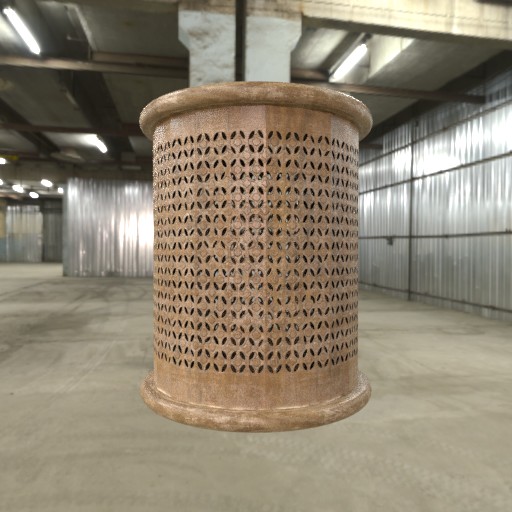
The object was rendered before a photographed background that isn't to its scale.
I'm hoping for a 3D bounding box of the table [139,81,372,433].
[{"bbox_3d":[0.000,0.000,0.804,0.407,0.482,0.407,0,1,0],"label":"table"}]
